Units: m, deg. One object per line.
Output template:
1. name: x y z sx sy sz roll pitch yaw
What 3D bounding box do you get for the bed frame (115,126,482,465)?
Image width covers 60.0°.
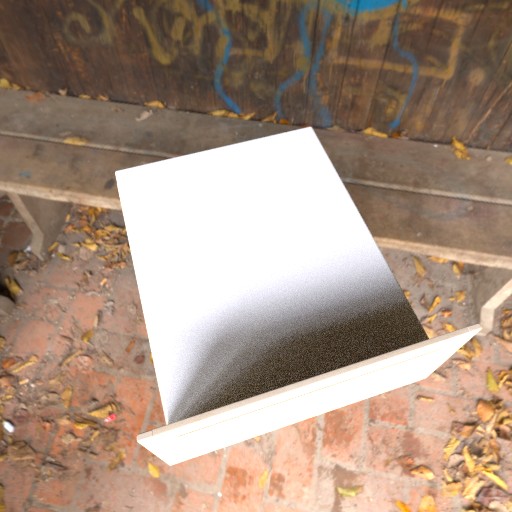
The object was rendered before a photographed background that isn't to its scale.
1. bed frame: 0.000 0.000 3.056 1.800 0.900 2.080 -15 60 -9
